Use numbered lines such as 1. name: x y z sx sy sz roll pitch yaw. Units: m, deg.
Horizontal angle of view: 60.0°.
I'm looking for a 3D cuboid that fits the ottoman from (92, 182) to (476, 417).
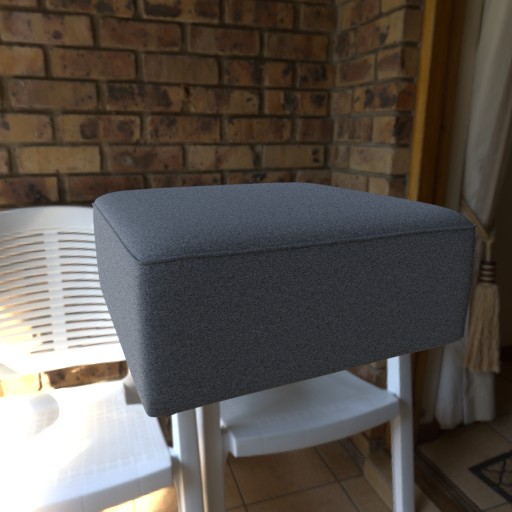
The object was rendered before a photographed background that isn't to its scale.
1. ottoman: 0.000 0.000 1.582 1.005 0.464 1.015 -7 16 -24
